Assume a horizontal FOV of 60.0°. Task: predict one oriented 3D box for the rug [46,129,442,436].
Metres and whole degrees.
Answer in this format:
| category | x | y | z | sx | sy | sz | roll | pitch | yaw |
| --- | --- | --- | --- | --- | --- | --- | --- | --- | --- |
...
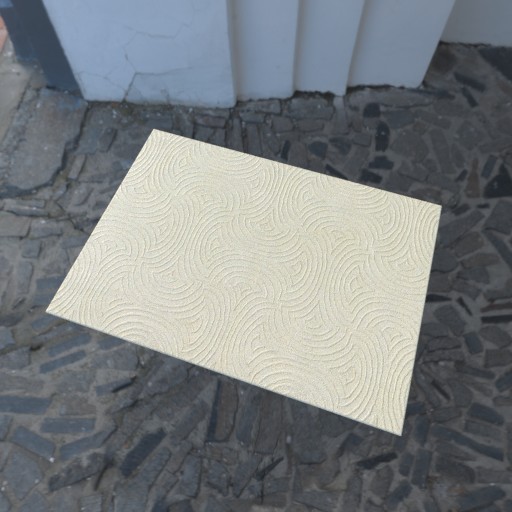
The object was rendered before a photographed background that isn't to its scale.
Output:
| category | x | y | z | sx | sy | sz | roll | pitch | yaw |
| --- | --- | --- | --- | --- | --- | --- | --- | --- | --- |
| rug | 0.000 | 0.000 | 2.818 | 2.132 | 0.015 | 1.526 | 17 | 64 | 9 |
